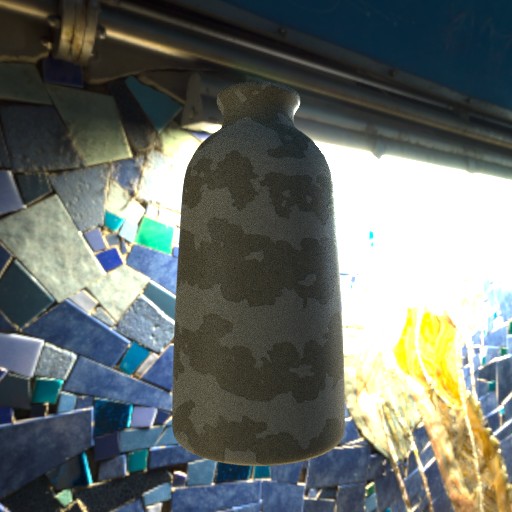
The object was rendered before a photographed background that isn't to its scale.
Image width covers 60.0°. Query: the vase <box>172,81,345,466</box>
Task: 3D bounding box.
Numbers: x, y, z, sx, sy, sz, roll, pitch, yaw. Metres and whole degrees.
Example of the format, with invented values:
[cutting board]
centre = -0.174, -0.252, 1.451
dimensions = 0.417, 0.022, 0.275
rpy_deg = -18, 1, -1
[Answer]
[vase]
centre = 0.000, 0.000, 0.496
dimensions = 0.186, 0.382, 0.203
rpy_deg = 0, -1, -19
